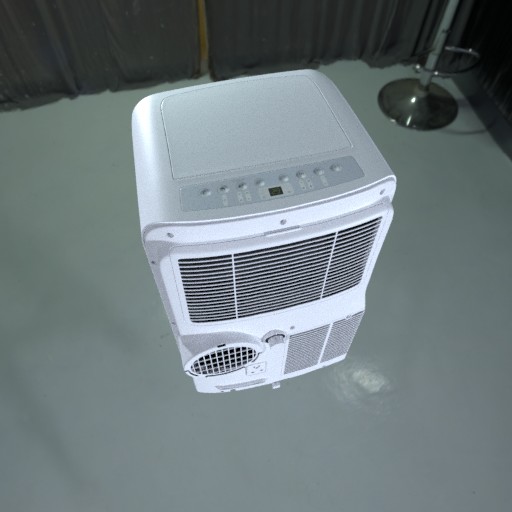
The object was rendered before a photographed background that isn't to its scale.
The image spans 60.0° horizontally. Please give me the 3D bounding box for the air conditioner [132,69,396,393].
[{"bbox_3d":[0.000,0.000,1.082,0.478,0.765,0.467,-12,58,-8],"label":"air conditioner"}]
